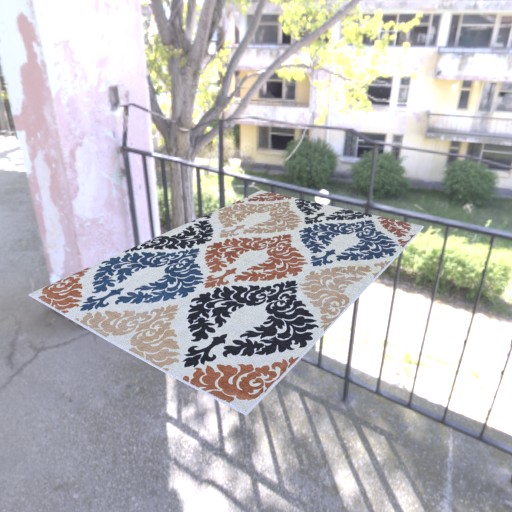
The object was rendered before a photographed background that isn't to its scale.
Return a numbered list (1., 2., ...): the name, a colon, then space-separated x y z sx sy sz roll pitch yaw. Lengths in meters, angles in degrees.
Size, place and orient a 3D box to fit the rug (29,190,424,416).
1. rug: 0.000 0.000 2.901 1.514 0.014 2.275 17 31 31
